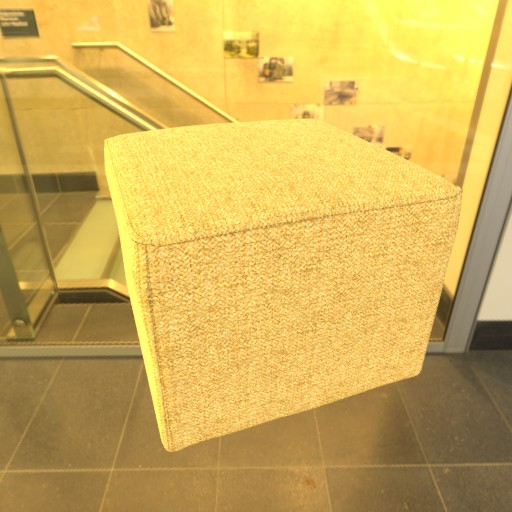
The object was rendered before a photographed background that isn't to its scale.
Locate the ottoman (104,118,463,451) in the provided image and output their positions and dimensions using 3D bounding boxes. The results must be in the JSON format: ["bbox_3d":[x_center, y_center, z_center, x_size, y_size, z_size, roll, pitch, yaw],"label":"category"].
[{"bbox_3d":[0.000,0.000,0.888,0.505,0.441,0.512,-11,32,-18],"label":"ottoman"}]
